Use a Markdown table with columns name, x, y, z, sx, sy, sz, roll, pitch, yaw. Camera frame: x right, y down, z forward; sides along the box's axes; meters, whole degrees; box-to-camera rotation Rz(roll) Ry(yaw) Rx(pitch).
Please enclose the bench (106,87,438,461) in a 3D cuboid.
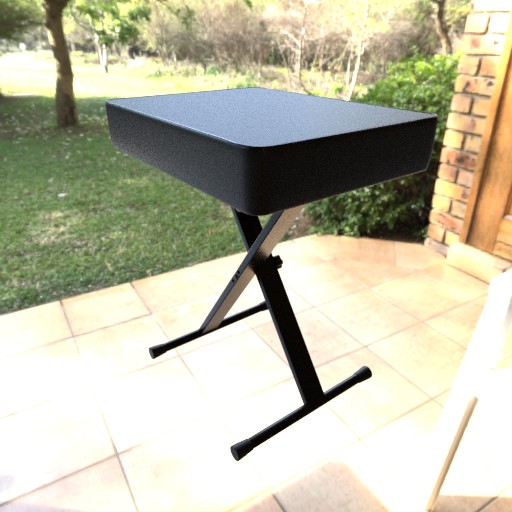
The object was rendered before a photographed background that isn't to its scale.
| name | x | y | z | sx | sy | sz | roll | pitch | yaw |
| --- | --- | --- | --- | --- | --- | --- | --- | --- | --- |
| bench | 0.000 | 0.000 | 0.775 | 0.321 | 0.500 | 0.424 | -19 | 32 | -32 |
